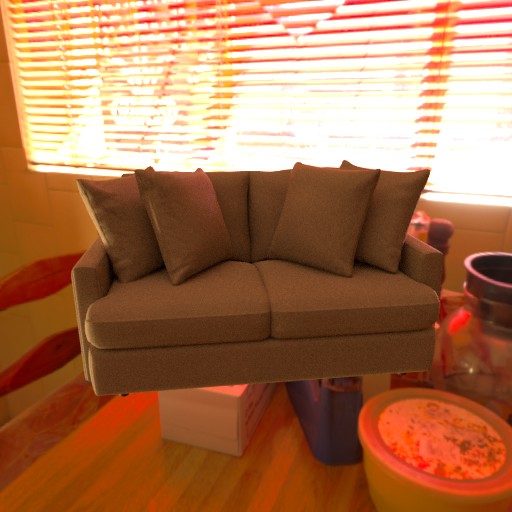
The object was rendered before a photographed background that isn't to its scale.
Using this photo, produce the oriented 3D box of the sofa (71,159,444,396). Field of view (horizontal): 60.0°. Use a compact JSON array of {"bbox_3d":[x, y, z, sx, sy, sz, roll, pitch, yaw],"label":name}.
[{"bbox_3d":[0.000,0.000,2.631,1.869,1.080,1.228,-2,18,-7],"label":"sofa"}]
